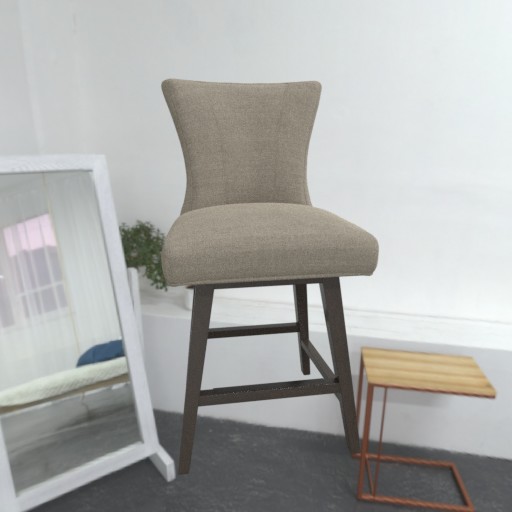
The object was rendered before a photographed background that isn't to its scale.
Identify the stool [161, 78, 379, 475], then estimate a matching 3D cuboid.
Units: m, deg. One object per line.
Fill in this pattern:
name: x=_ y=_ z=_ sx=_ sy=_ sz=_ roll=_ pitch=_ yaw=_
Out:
stool: x=0.000 y=0.000 z=1.294 sx=0.514 sy=1.000 sz=0.574 roll=-3 pitch=17 yaw=-9
